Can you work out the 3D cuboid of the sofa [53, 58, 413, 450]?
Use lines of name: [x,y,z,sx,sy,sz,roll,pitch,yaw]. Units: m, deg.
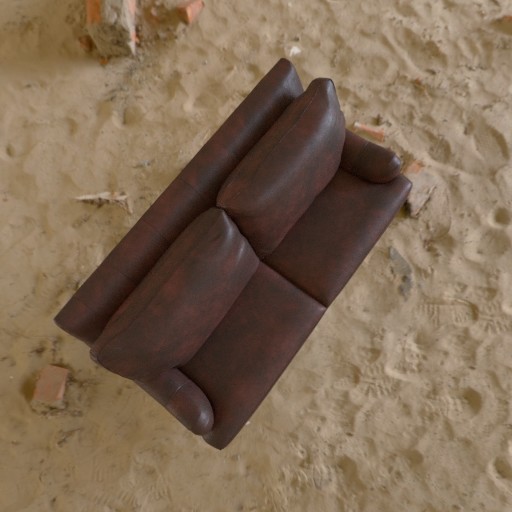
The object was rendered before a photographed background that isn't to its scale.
sofa: [0.000,0.000,2.852,1.147,1.071,2.144,36,78,9]
